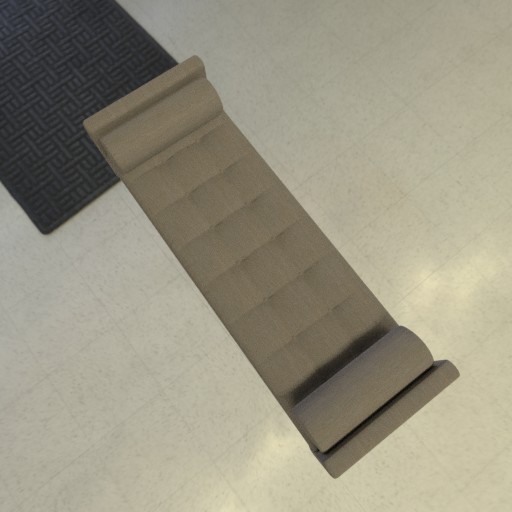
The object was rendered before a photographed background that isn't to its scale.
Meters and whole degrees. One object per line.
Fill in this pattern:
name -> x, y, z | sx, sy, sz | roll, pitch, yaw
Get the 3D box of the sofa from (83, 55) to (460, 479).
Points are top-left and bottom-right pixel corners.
sofa -> 0.000, 0.000, 2.291 | 0.686, 0.635, 1.981 | -35, 77, -9
